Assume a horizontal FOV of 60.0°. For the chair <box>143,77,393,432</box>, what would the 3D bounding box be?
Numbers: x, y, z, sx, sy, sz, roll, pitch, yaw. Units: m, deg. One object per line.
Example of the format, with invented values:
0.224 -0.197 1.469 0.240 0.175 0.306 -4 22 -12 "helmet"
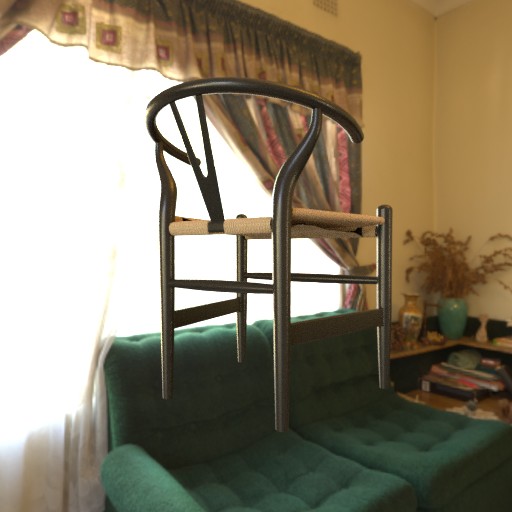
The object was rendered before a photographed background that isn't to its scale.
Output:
0.000 0.000 1.168 0.570 0.739 0.570 0 1 36 "chair"
